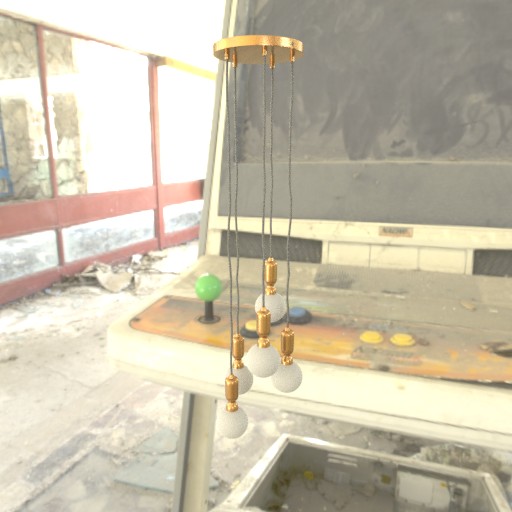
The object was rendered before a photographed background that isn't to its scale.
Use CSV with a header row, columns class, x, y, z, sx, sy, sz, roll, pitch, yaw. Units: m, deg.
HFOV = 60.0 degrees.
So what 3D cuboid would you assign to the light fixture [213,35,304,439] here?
class,x,y,z,sx,sy,sz,roll,pitch,yaw
light fixture,0.000,0.000,0.524,0.105,0.457,0.108,13,18,43
